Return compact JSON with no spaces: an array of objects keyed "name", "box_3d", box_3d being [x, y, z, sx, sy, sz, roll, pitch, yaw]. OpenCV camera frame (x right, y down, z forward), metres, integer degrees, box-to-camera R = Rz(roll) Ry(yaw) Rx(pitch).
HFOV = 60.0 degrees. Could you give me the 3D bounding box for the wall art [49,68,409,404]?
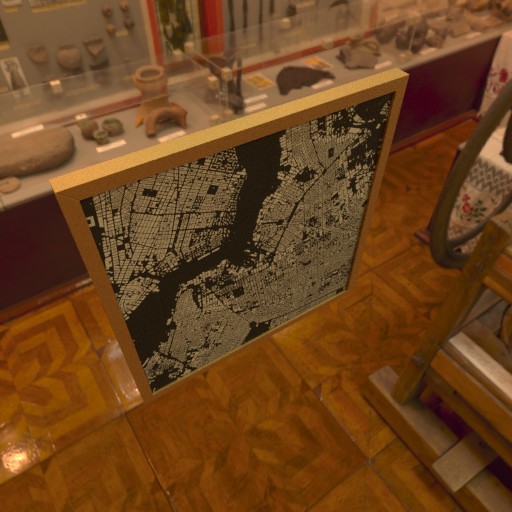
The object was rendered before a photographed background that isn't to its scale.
[{"name":"wall art","box_3d":[0.000,0.000,2.827,1.926,1.926,0.099,-25,52,-21]}]
